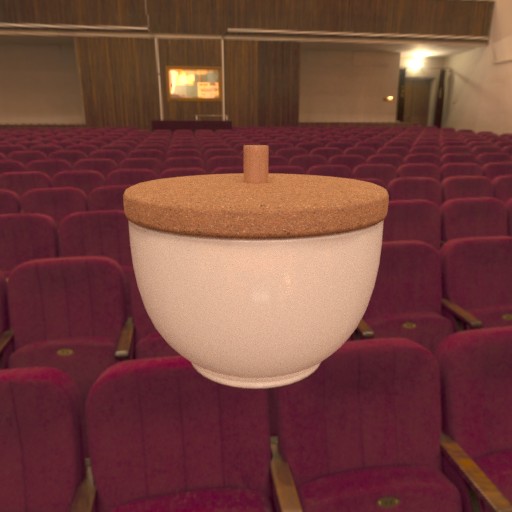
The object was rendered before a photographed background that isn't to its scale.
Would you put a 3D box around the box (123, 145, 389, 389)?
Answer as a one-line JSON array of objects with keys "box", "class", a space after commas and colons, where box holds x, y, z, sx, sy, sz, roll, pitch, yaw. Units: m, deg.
[{"box": [0.000, 0.000, 0.194, 0.107, 0.094, 0.107, 0, 16, 0], "class": "box"}]
